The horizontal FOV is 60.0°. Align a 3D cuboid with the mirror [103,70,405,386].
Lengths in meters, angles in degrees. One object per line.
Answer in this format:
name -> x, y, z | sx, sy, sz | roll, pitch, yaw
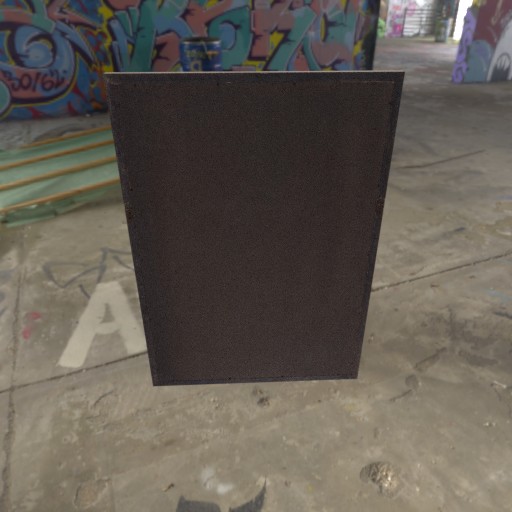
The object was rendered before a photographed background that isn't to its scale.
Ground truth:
mirror -> 0.000, 0.000, 1.288 | 0.705, 0.996, 0.025 | -1, 30, -2
